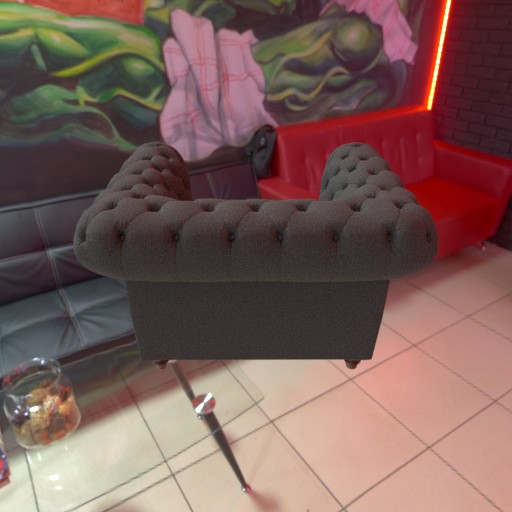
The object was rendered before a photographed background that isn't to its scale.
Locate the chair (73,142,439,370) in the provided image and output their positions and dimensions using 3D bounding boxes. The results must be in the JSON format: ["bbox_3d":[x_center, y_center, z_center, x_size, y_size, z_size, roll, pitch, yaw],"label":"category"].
[{"bbox_3d":[0.000,0.000,1.944,1.270,0.770,0.976,0,29,0],"label":"chair"}]
